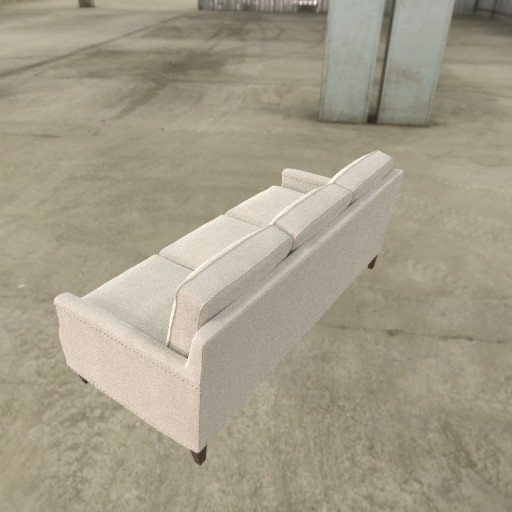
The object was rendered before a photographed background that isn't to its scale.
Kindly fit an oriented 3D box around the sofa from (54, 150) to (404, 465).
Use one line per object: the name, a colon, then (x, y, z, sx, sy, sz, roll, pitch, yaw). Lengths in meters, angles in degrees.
sofa: (0.000, 0.000, 2.840, 1.084, 1.003, 2.246, 21, 38, 29)
